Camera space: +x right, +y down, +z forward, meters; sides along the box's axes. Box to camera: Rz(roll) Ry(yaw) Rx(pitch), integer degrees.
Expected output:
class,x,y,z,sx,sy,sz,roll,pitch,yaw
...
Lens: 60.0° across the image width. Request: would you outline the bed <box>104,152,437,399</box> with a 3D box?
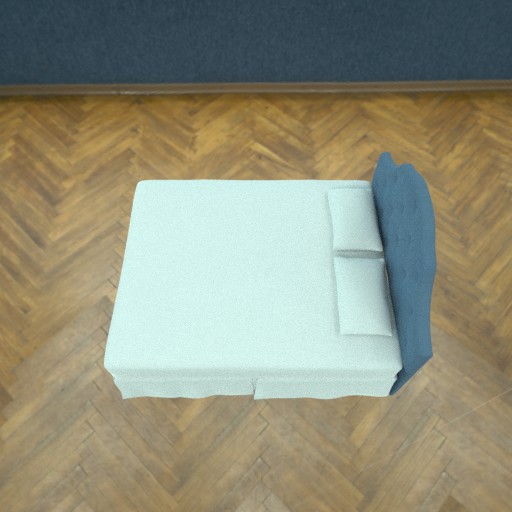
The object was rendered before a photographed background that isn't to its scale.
class,x,y,z,sx,sy,sz,roll,pitch,yaw
bed,0.000,0.000,3.819,2.477,1.617,2.039,0,58,0
